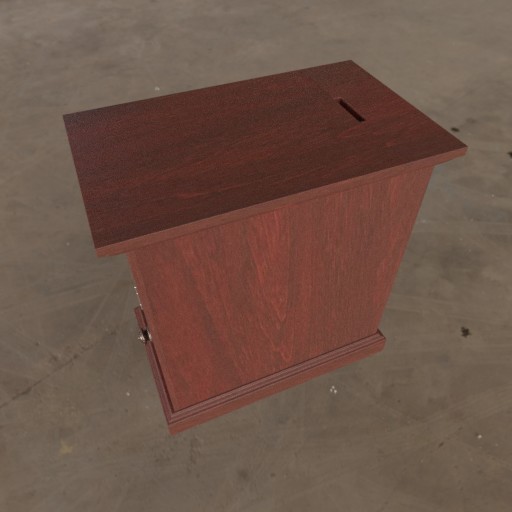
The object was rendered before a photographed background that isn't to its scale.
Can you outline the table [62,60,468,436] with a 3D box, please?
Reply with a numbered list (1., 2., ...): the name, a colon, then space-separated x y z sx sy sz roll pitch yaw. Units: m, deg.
1. table: 0.000 0.000 0.962 0.584 0.612 0.356 -17 49 -16
